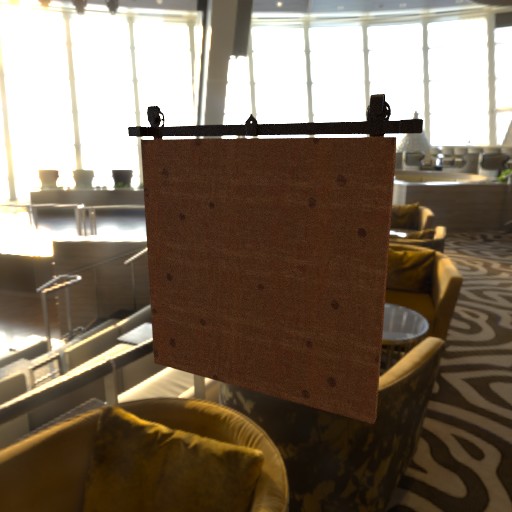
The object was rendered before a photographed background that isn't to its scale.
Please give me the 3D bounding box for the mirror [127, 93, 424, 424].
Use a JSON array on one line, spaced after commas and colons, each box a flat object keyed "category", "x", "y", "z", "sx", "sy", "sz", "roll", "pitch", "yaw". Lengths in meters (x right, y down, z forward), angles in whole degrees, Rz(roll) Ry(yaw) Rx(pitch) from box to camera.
[{"category": "mirror", "x": 0.000, "y": 0.000, "z": 1.199, "sx": 0.805, "sy": 0.800, "sz": 0.054, "roll": 7, "pitch": 16, "yaw": 27}]
